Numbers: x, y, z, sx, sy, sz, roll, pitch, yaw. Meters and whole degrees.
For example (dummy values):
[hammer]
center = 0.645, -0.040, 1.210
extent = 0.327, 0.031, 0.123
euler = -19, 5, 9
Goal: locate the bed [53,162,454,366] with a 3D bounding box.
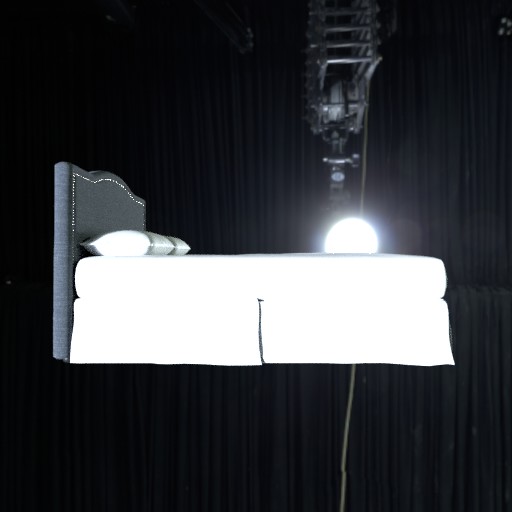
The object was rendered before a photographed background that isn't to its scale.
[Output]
[bed]
center = 0.000, 0.000, 3.959
extent = 2.689, 1.457, 2.161
euler = 0, 0, 0
